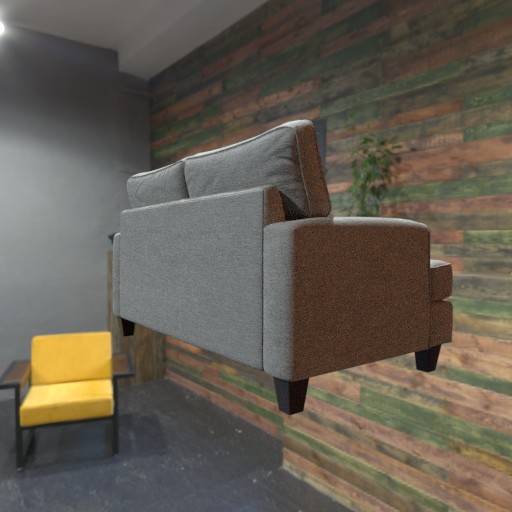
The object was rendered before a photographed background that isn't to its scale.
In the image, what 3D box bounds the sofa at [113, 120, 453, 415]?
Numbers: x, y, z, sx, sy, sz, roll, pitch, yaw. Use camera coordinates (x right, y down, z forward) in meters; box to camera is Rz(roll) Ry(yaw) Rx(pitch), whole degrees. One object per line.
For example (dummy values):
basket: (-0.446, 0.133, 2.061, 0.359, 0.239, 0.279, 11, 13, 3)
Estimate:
sofa: (0.000, 0.000, 2.268, 0.965, 0.965, 1.651, -1, 2, -36)
